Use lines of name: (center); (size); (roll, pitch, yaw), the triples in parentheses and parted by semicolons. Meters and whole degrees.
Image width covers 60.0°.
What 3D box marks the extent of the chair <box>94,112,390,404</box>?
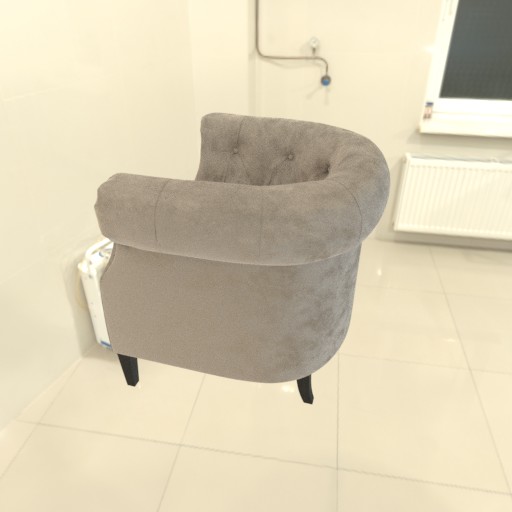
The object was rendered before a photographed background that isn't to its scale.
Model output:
chair: (0.000, 0.000, 1.618); (0.851, 0.826, 0.904); (9, 33, 14)
